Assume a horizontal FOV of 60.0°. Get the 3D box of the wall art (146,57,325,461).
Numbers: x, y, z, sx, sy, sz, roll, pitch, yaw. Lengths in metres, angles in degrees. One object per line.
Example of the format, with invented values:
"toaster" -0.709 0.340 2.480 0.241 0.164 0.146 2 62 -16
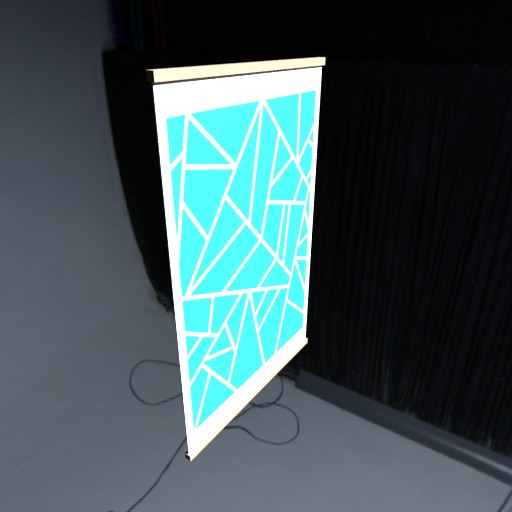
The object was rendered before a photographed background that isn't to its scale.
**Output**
"wall art" 0.000 0.000 1.895 0.030 1.519 0.990 18 31 31
